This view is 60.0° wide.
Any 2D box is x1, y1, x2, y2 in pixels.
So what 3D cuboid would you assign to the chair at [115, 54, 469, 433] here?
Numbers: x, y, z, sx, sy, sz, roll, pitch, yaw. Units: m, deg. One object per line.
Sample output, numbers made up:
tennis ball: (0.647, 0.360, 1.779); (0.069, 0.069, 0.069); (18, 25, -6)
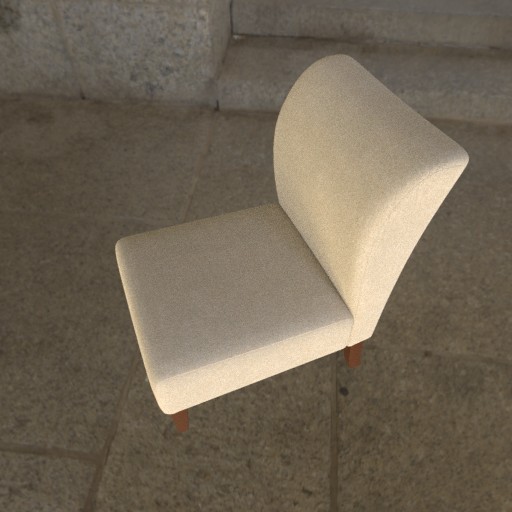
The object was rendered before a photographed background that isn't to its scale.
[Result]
chair: (0.000, 0.000, 1.258); (0.754, 0.833, 0.521); (-17, 51, -15)
